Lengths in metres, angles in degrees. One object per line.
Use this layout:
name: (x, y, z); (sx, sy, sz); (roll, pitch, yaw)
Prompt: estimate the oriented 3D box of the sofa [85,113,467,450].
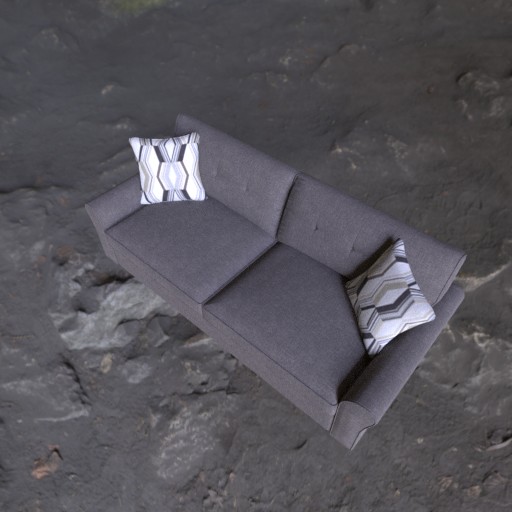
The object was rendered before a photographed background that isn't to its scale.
sofa: (0.000, 0.000, 2.510); (2.032, 0.813, 0.889); (33, 55, 26)
